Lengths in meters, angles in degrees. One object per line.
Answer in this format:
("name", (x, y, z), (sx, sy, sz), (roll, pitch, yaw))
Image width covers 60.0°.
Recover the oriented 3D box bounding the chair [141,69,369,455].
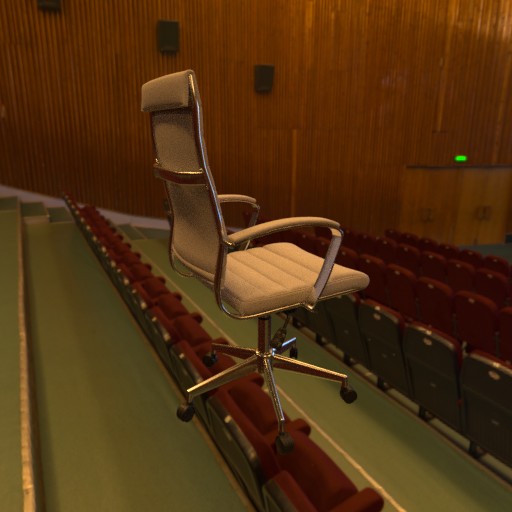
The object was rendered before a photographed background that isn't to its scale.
("chair", (0.000, 0.000, 1.573), (0.667, 1.149, 0.679), (-8, 18, -27))
